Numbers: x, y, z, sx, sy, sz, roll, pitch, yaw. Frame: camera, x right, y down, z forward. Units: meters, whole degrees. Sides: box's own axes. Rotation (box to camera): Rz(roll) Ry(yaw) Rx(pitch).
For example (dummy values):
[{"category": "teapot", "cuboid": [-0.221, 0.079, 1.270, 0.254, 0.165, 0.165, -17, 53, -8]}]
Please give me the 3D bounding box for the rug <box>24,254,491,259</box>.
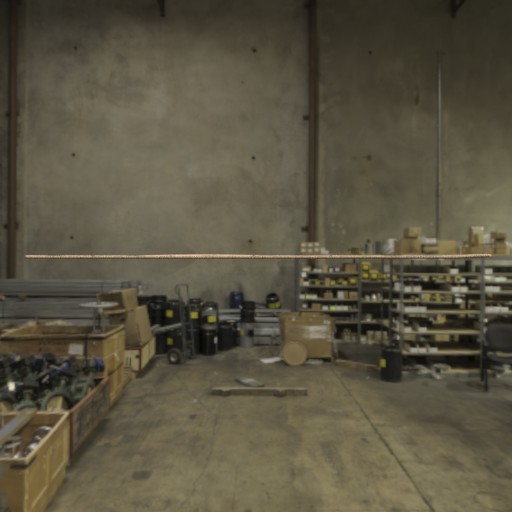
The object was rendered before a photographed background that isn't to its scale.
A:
[{"category": "rug", "cuboid": [0.000, 0.000, 4.093, 3.052, 0.043, 2.453, 0, 0, -1]}]
